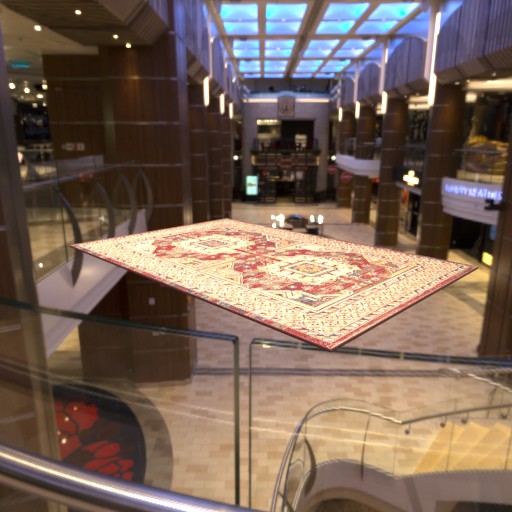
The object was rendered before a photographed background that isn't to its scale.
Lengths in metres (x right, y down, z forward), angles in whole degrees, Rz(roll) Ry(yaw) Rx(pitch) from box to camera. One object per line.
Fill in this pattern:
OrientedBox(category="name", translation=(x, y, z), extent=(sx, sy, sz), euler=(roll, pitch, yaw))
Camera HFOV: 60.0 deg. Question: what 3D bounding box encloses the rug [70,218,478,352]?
OrientedBox(category="rug", translation=(0.000, 0.000, 5.886), extent=(4.578, 0.033, 3.033), euler=(15, 21, 43))
